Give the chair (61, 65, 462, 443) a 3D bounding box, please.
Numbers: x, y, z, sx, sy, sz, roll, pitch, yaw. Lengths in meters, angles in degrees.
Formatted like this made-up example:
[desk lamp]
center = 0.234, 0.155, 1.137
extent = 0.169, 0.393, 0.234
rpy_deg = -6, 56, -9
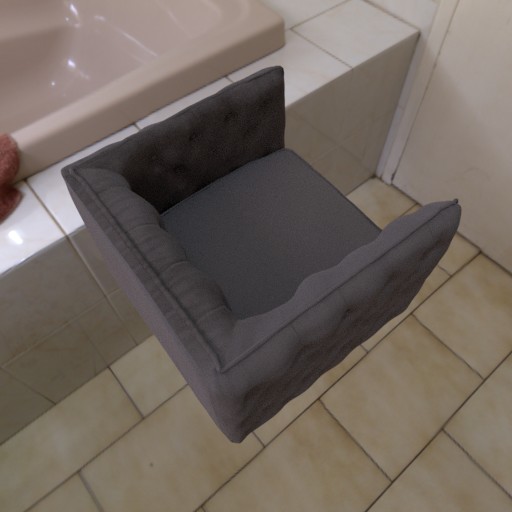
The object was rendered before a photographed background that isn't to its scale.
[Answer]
[chair]
center = 0.000, 0.000, 1.648
extent = 0.913, 0.807, 0.946
rpy_deg = -33, 63, -19
